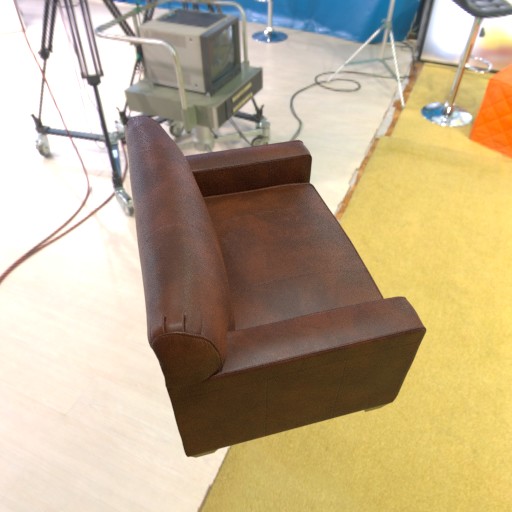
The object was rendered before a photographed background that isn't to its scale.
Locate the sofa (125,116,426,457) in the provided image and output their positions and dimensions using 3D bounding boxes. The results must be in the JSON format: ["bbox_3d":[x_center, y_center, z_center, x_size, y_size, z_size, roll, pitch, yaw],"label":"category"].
[{"bbox_3d":[0.000,0.000,2.099,1.000,0.956,1.413,-11,45,-11],"label":"sofa"}]
